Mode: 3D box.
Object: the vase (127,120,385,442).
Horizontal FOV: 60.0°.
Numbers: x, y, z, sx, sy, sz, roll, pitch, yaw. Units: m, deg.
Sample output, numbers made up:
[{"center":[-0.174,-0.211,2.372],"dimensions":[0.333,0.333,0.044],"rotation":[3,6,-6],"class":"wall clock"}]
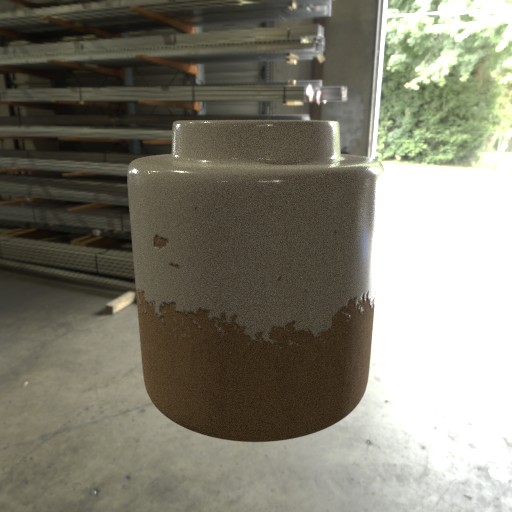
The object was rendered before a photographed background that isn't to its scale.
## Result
[{"center":[0.000,0.000,0.287],"dimensions":[0.153,0.167,0.153],"rotation":[0,16,0],"class":"vase"}]
